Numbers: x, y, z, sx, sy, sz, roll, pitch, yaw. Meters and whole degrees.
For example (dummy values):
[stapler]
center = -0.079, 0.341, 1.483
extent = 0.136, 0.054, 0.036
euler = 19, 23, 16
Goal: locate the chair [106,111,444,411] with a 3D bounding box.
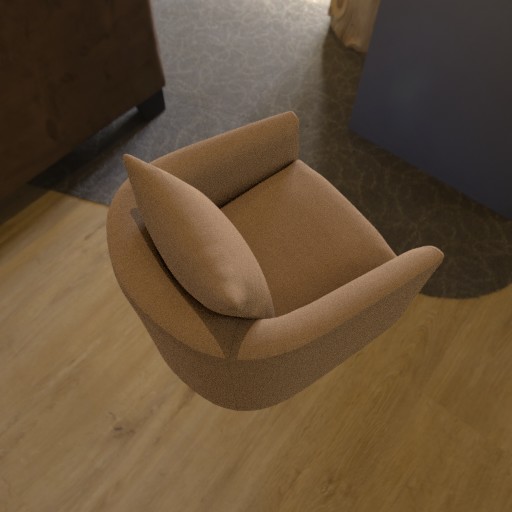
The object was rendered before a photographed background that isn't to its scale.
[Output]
[chair]
center = 0.000, 0.000, 1.574
extent = 0.910, 0.848, 0.845
euler = -30, 63, -17
